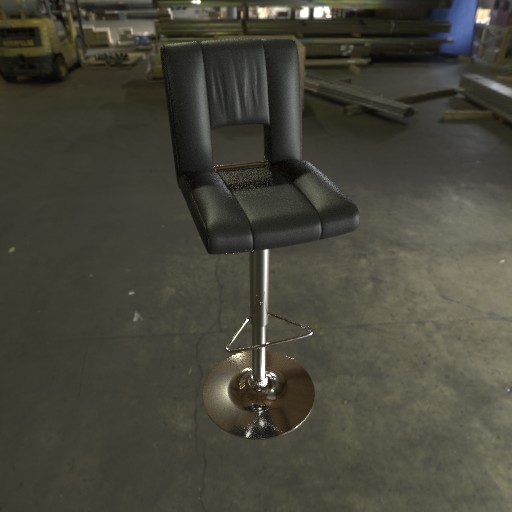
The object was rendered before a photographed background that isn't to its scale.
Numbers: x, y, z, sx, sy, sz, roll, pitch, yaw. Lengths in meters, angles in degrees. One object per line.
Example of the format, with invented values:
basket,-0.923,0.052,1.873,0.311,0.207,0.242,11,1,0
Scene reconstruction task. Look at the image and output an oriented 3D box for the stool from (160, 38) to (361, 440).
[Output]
stool,0.000,0.000,1.358,0.415,1.151,0.520,-10,34,-15
